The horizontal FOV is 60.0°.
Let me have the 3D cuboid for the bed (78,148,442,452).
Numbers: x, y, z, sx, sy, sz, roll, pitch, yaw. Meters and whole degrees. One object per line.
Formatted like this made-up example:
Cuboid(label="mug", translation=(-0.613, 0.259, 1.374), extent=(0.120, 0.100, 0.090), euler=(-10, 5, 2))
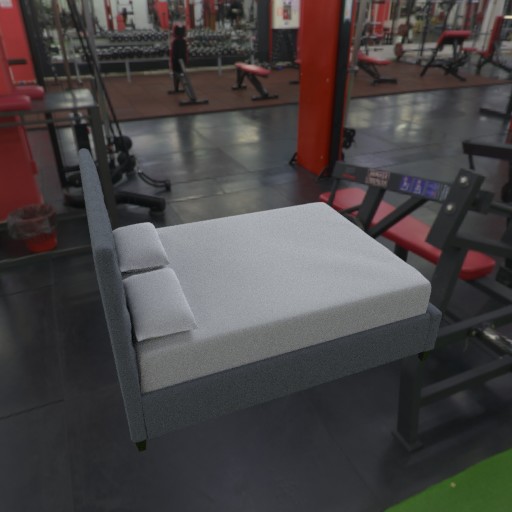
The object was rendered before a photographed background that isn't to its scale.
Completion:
Cuboid(label="bed", translation=(0.000, 0.000, 3.349), extent=(2.231, 1.427, 1.698), euler=(-11, 32, -19))
